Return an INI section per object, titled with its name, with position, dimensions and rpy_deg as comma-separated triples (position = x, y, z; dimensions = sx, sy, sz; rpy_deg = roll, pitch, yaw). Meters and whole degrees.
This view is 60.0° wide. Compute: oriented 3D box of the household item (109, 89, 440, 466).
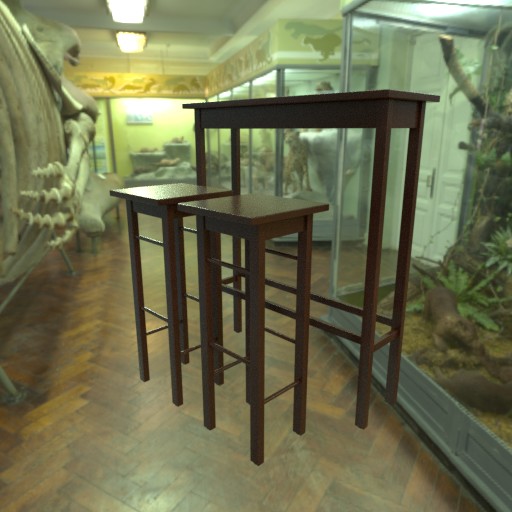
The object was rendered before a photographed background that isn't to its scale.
[household item]
position = 0.000, 0.000, 1.580
dimensions = 0.676, 1.067, 0.914
rpy_deg = -15, 22, -42
